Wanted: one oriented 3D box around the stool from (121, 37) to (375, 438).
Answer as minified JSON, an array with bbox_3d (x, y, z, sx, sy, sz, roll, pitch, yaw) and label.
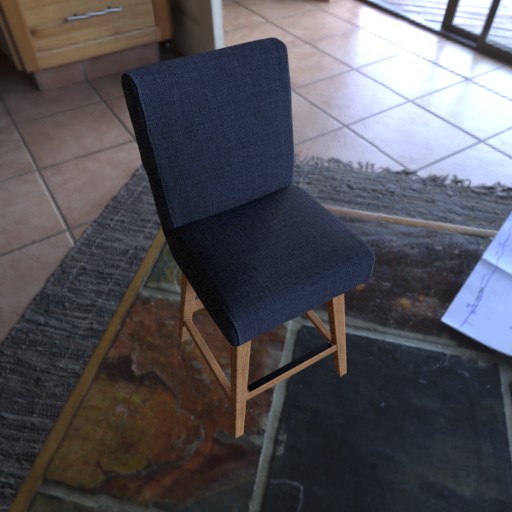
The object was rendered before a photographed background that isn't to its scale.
[{"bbox_3d":[0.000,0.000,1.301,0.459,1.010,0.526,-23,51,-21],"label":"stool"}]
